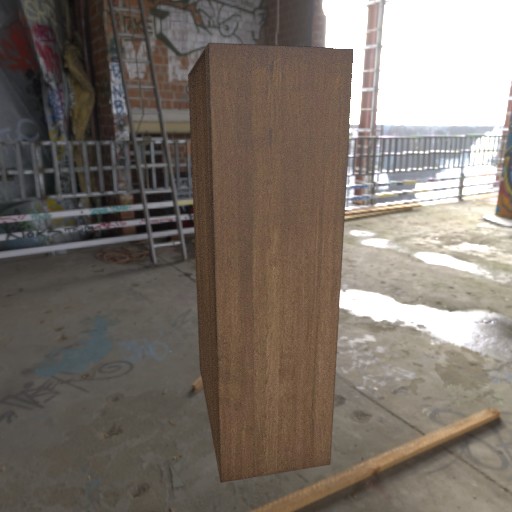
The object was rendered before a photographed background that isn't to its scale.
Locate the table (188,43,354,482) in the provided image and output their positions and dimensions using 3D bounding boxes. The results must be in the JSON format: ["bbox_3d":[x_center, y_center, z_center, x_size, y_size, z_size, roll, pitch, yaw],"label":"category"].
[{"bbox_3d":[0.000,0.000,2.499,0.600,2.000,1.100,-4,17,-12],"label":"table"}]
